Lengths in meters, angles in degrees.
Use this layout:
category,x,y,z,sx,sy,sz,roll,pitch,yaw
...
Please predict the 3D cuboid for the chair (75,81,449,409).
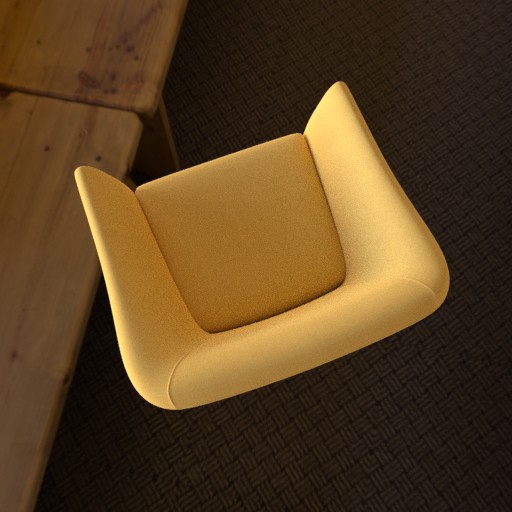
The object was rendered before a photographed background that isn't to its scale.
category,x,y,z,sx,sy,sz,roll,pitch,yaw
chair,0.000,0.000,1.337,0.790,0.720,0.700,-20,76,-5
